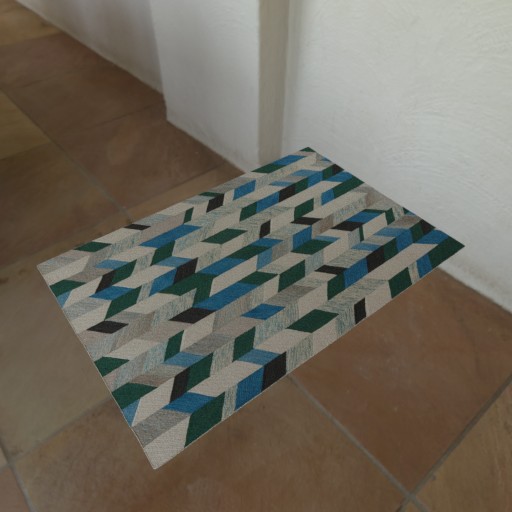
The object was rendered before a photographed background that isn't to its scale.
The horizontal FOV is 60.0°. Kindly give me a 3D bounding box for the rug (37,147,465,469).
[{"bbox_3d":[0.000,0.000,2.265,1.827,0.005,1.229,-29,52,-25],"label":"rug"}]
